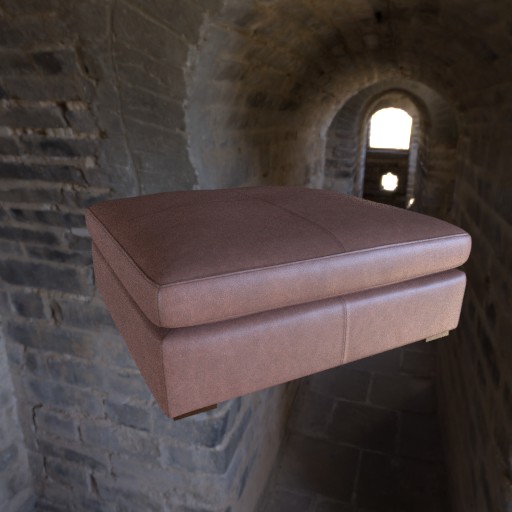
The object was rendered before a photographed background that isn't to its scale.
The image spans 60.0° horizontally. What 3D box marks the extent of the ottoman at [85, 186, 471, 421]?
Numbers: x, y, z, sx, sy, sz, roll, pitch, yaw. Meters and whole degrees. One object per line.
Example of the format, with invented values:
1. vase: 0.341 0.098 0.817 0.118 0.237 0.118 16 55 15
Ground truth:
1. ottoman: 0.000 0.000 1.818 1.168 0.490 1.168 -9 19 -27
